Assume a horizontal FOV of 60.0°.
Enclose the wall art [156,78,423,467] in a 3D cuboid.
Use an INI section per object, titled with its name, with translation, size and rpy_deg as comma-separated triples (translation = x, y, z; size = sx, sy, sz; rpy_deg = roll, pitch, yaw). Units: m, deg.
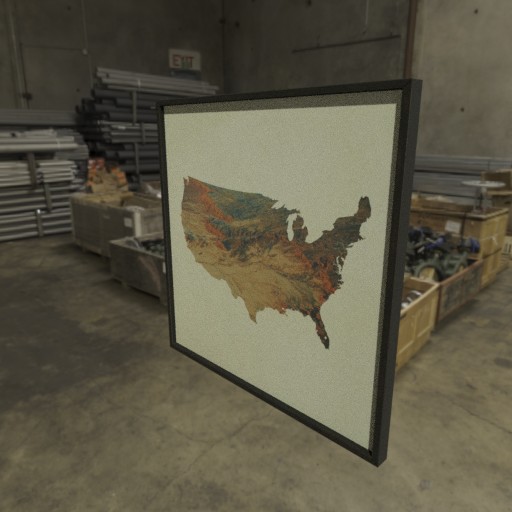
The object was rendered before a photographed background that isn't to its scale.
[wall art]
translation = 0.000, 0.000, 1.098
size = 0.038, 0.762, 0.762
rpy_deg = -15, 22, -43
